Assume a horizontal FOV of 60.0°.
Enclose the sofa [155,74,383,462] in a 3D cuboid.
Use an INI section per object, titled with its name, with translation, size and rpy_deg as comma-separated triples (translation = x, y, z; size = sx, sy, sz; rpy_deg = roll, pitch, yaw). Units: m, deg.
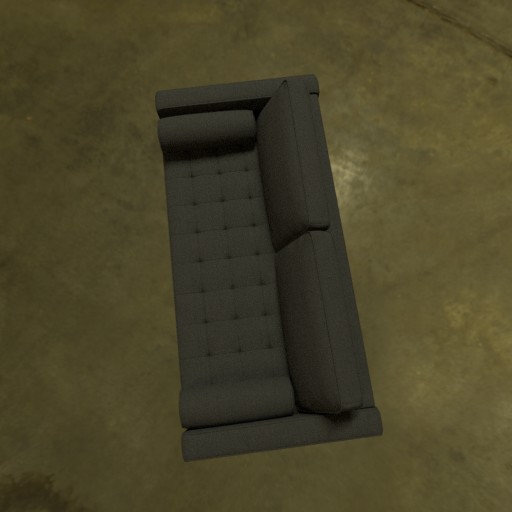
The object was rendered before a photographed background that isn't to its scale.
[sofa]
translation = 0.000, 0.000, 2.355
size = 0.914, 0.759, 1.875
rpy_deg = -7, 75, -2
